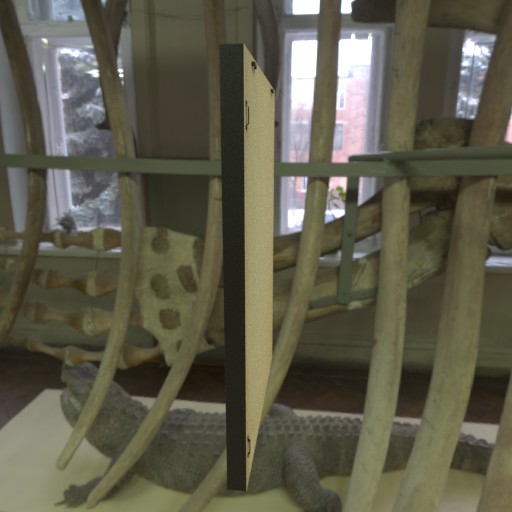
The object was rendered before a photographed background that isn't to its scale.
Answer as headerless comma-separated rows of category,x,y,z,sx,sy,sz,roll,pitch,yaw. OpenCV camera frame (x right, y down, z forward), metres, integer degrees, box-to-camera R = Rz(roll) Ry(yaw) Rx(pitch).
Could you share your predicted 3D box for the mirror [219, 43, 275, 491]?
mirror,0.000,0.000,0.924,0.039,0.710,0.507,2,14,7
